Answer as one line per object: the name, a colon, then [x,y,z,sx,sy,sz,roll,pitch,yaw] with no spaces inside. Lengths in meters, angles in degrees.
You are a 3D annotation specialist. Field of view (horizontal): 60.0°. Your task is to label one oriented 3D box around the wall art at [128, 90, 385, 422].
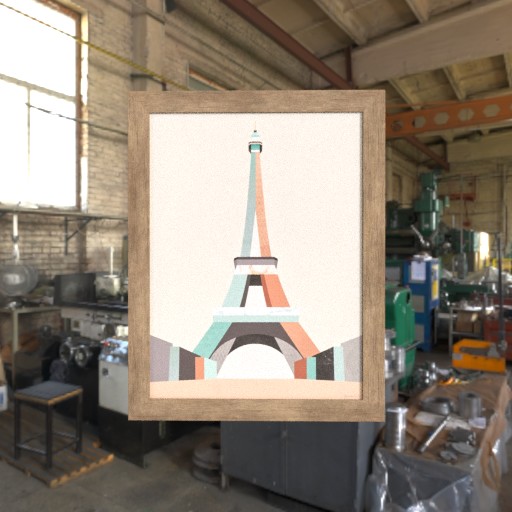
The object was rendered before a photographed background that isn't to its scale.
wall art: [0.000,0.000,0.929,0.534,0.686,0.018,0,0,1]
